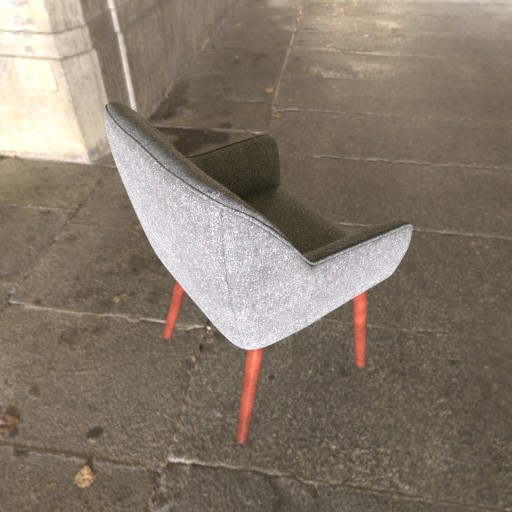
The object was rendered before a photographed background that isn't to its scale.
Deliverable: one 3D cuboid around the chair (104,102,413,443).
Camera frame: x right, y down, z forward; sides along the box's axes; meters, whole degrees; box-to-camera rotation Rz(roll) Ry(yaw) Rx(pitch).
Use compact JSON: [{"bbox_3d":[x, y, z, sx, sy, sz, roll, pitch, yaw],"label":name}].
[{"bbox_3d":[0.000,0.000,1.148,0.519,0.803,0.543,-26,48,-26],"label":"chair"}]
